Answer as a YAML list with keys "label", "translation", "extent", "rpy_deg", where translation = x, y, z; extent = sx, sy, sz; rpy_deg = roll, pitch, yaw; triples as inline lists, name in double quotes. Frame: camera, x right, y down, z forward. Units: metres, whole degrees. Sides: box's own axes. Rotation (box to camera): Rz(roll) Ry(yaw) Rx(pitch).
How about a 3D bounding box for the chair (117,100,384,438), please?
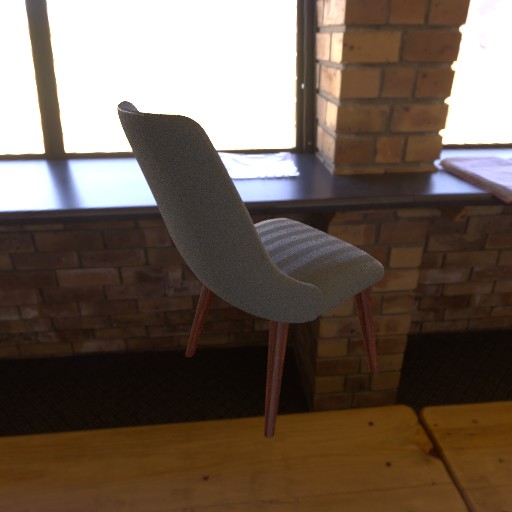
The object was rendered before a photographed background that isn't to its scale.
- label: "chair"
  translation: [0.000, 0.000, 1.340]
  extent: [0.707, 0.918, 0.535]
  rpy_deg: [-19, 32, -33]
